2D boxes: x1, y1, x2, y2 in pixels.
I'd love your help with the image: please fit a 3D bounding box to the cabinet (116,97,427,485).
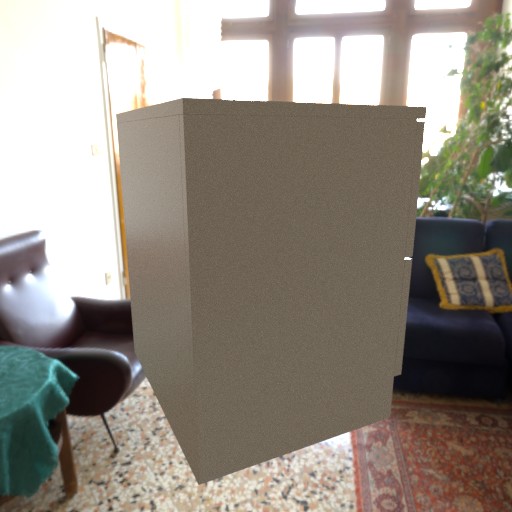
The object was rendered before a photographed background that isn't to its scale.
[{"bbox_3d":[0.000,0.000,0.755,0.360,0.470,0.400,-7,17,-25],"label":"cabinet"}]
